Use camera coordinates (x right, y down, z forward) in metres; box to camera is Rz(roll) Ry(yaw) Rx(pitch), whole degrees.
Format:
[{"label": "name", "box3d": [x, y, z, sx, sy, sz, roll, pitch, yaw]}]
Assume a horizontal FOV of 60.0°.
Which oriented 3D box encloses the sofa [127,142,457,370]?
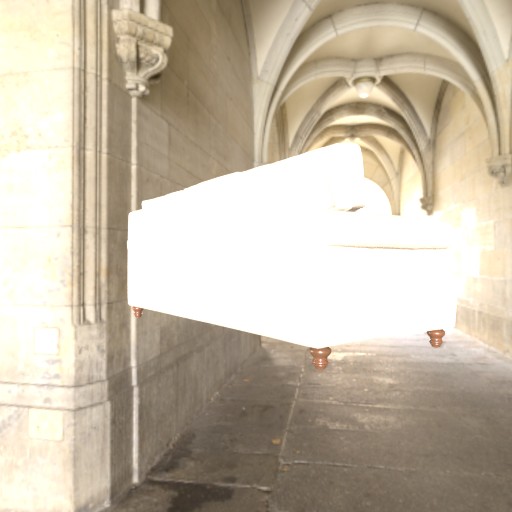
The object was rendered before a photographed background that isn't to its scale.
[{"label": "sofa", "box3d": [0.000, 0.000, 2.868, 0.966, 0.948, 2.354, 1, -1, -35]}]
